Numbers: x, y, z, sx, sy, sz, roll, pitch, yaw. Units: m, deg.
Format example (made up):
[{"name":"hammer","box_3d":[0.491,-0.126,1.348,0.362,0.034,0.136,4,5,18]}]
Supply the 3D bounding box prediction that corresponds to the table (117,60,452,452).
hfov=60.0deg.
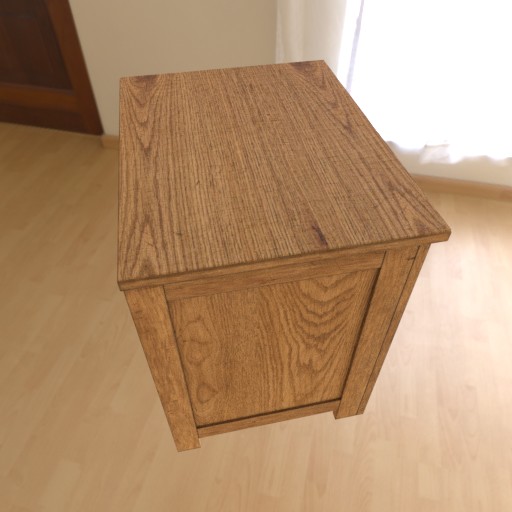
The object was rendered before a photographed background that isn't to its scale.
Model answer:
[{"name":"table","box_3d":[0.000,0.000,1.030,0.494,0.625,0.601,-9,47,-8]}]
